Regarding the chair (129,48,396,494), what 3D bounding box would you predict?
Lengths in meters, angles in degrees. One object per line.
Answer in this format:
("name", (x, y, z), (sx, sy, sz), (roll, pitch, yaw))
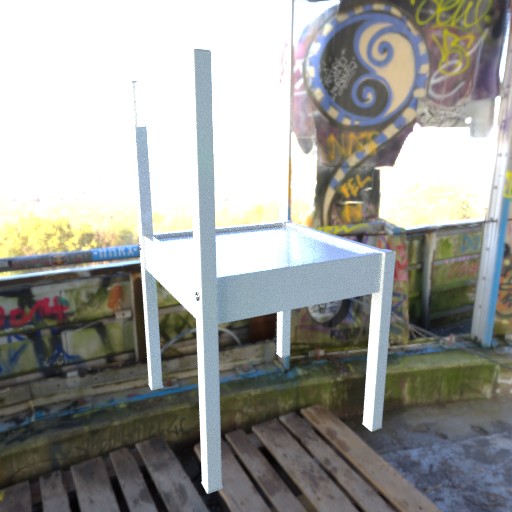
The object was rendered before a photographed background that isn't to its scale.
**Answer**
("chair", (0.000, 0.000, 0.666), (0.285, 0.505, 0.285), (-7, 16, -27))
